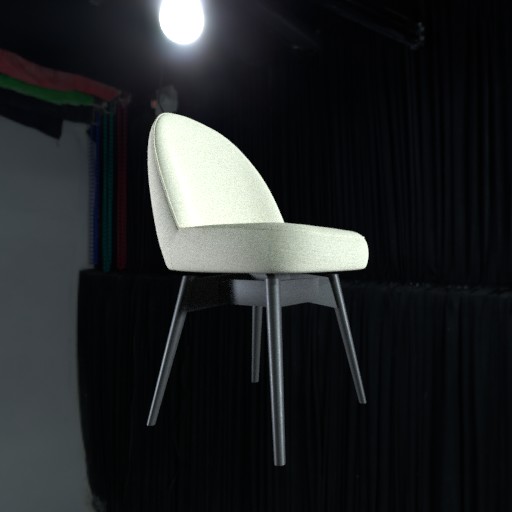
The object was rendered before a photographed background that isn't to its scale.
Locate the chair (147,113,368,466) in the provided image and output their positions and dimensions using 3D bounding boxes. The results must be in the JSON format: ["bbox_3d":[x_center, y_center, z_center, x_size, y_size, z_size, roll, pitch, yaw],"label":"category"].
[{"bbox_3d":[0.000,0.000,1.202,0.540,0.838,0.532,0,0,34],"label":"chair"}]
